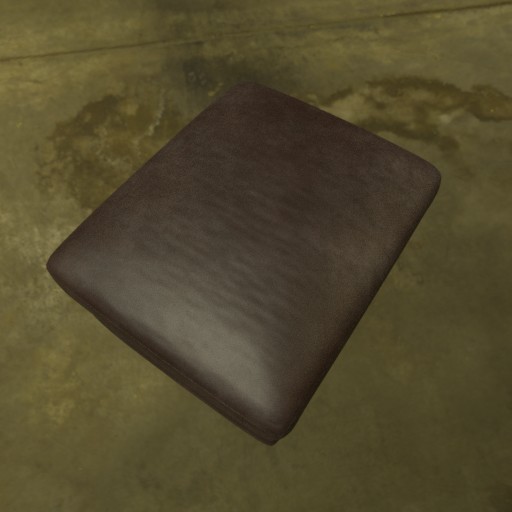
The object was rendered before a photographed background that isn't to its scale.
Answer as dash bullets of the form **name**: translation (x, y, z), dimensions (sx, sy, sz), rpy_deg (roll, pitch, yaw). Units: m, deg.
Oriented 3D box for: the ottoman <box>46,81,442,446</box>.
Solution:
- **ottoman**: translation (0.000, 0.000, 1.241), dimensions (0.670, 0.569, 0.806), rpy_deg (31, 64, 17)
